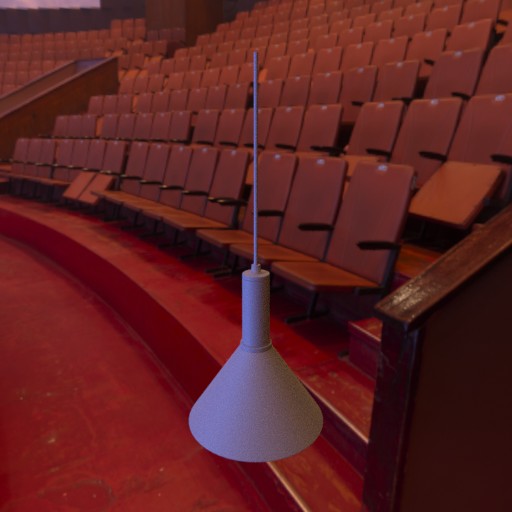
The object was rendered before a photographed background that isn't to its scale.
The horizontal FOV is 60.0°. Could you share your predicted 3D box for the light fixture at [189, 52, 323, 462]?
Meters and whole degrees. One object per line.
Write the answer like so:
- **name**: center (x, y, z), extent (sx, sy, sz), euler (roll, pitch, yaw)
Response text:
- **light fixture**: center (0.000, 0.000, 0.805), extent (0.267, 0.683, 0.267), euler (-7, 16, -25)
